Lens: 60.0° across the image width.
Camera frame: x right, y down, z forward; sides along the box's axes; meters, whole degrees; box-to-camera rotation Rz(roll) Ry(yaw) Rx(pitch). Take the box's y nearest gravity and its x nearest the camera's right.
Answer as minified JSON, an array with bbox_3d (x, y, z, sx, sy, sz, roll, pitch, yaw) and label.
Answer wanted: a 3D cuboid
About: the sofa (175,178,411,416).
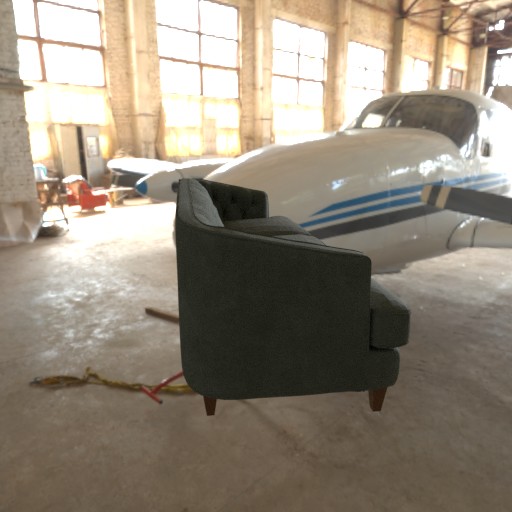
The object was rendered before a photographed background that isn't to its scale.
[{"bbox_3d":[0.000,0.000,2.757,0.941,0.855,2.278,-2,15,-9],"label":"sofa"}]
